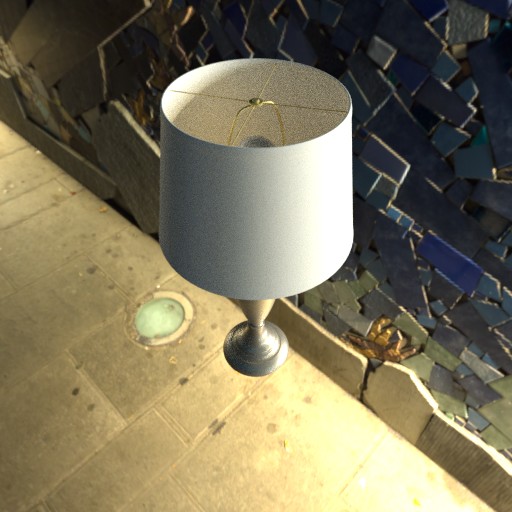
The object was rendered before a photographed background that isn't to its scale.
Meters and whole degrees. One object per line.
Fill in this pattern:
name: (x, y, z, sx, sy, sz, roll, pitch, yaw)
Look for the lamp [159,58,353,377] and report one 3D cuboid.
lamp: (0.000, 0.000, 0.813, 0.328, 0.612, 0.328, 0, 46, 0)
